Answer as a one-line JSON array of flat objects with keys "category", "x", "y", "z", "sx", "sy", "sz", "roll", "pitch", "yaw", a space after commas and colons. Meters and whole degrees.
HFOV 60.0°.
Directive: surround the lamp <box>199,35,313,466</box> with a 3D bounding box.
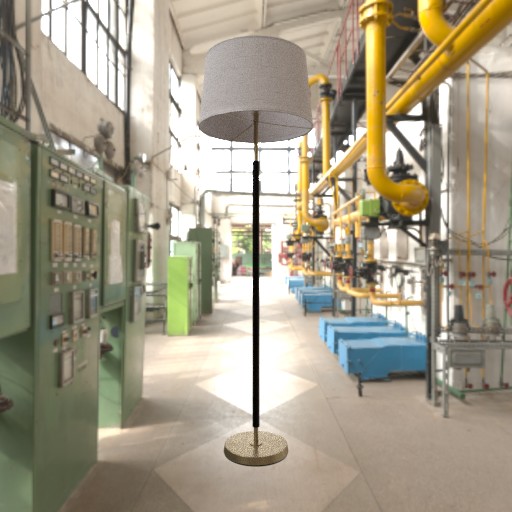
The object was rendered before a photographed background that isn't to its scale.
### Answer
[{"category": "lamp", "x": 0.000, "y": 0.000, "z": 1.638, "sx": 0.420, "sy": 1.447, "sz": 0.420, "roll": 0, "pitch": 0, "yaw": 0}]
